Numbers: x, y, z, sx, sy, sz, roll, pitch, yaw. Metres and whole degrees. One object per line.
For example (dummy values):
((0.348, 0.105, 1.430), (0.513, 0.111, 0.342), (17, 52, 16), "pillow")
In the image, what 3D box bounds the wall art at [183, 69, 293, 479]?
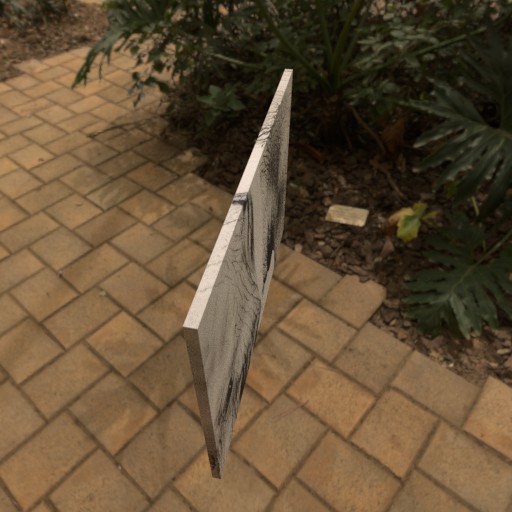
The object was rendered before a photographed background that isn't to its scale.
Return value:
((0.000, 0.000, 1.159), (0.023, 0.607, 0.914), (8, 46, 8), "wall art")
